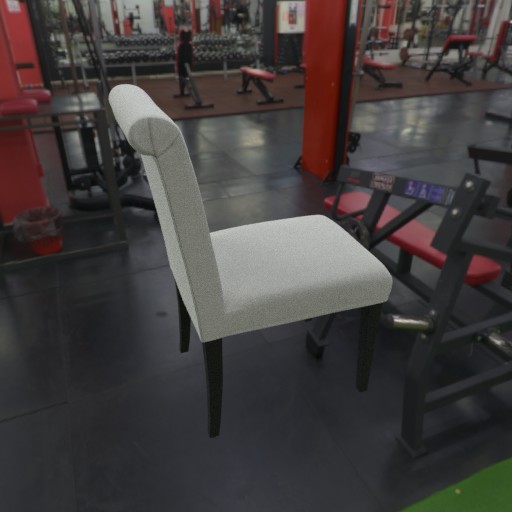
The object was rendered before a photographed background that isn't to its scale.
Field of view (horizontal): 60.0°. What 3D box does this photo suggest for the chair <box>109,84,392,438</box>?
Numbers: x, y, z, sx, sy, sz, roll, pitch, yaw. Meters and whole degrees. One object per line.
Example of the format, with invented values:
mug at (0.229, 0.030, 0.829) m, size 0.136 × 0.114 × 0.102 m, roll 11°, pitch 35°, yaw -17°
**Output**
chair at (0.000, 0.000, 1.370) m, size 0.708 × 0.976 × 0.452 m, roll -11°, pitch 31°, yaw -18°
